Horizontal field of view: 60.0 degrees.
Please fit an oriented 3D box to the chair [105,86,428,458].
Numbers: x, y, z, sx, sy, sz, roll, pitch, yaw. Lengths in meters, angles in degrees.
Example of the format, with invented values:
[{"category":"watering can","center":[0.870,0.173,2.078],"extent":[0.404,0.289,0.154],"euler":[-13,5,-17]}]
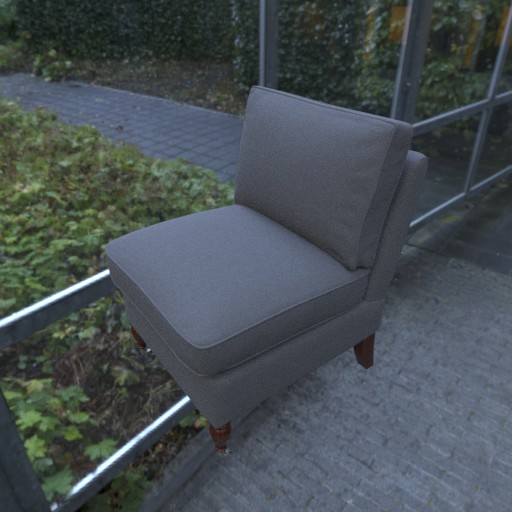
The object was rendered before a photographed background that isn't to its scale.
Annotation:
[{"category":"chair","center":[0.000,0.000,1.640],"extent":[0.924,1.045,0.724],"euler":[-22,38,-31]}]
